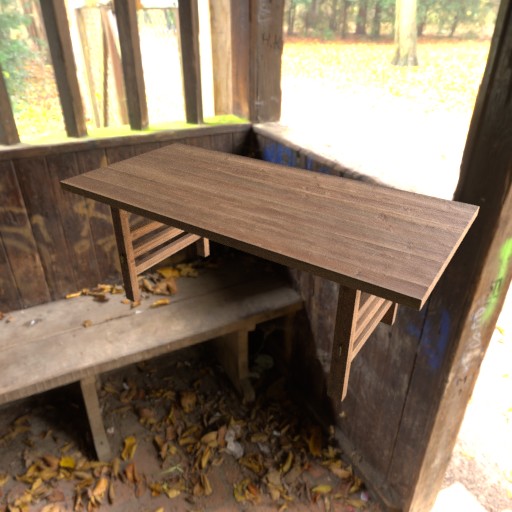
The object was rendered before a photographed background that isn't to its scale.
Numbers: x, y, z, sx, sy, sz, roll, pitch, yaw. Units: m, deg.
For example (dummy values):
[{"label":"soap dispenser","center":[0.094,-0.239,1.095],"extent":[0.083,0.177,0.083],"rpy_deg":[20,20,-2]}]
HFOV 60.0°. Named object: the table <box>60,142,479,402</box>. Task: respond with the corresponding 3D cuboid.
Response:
[{"label":"table","center":[0.000,0.000,2.509],"extent":[2.003,0.760,0.952],"rpy_deg":[19,35,29]}]
